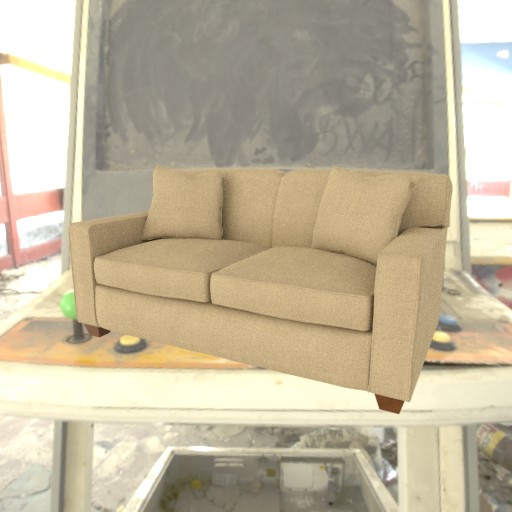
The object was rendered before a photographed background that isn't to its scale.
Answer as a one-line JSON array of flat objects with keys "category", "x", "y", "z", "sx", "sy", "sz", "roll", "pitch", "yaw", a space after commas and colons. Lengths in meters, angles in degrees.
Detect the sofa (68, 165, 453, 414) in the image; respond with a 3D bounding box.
[{"category": "sofa", "x": 0.000, "y": 0.000, "z": 2.419, "sx": 1.846, "sy": 0.958, "sz": 0.998, "roll": 7, "pitch": 14, "yaw": 27}]
